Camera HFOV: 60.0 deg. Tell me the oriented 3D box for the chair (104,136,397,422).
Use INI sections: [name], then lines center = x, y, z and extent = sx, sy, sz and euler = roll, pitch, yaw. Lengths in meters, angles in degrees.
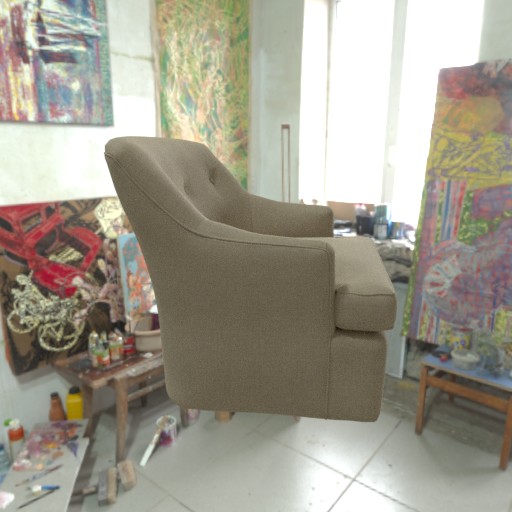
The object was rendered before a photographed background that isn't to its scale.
[chair]
center = 0.000, 0.000, 1.638
extent = 0.923, 0.856, 0.864
euler = 2, 14, 9
